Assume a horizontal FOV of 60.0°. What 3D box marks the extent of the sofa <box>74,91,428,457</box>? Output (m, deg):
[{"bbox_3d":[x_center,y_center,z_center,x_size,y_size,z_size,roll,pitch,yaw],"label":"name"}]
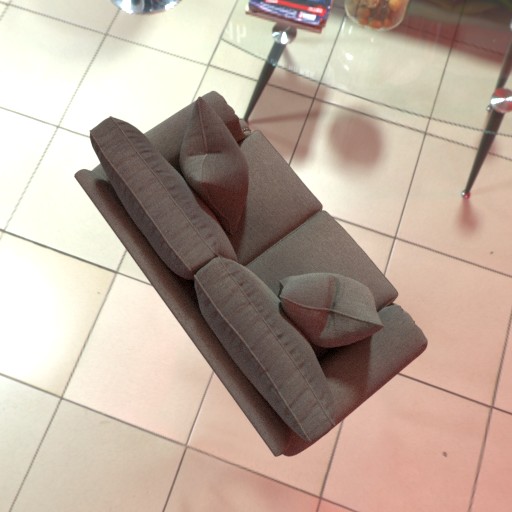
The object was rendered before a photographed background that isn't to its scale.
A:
[{"bbox_3d":[0.000,0.000,2.245,0.966,0.966,1.701,-37,78,-9],"label":"sofa"}]
